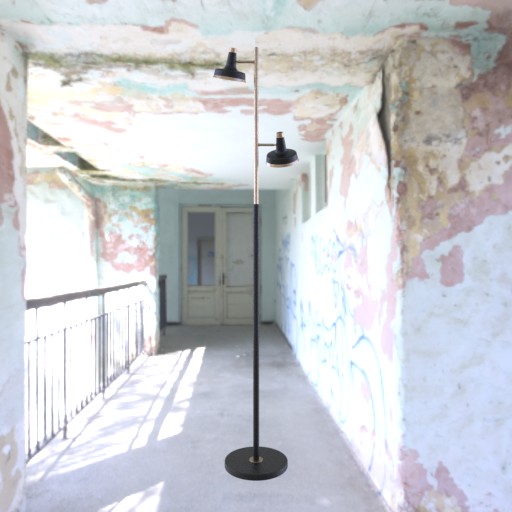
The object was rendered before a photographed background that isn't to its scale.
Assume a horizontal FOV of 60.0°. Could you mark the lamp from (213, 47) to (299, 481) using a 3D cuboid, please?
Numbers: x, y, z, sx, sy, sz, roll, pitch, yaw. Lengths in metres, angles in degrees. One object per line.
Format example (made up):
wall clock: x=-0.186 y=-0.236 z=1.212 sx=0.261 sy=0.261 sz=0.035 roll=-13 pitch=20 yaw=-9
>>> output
lamp: x=0.000 y=0.000 z=1.778 sx=0.351 sy=1.674 sz=0.253 roll=0 pitch=0 yaw=-1
